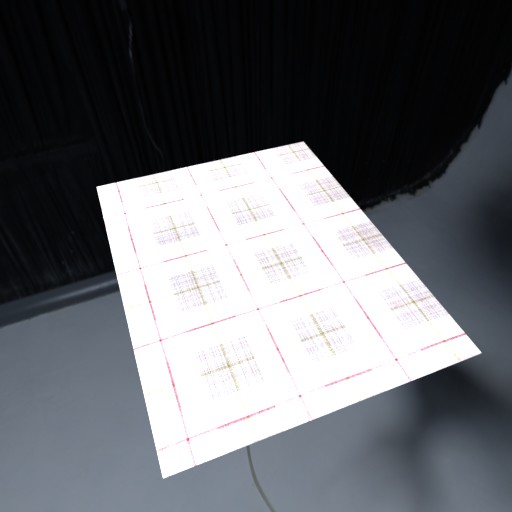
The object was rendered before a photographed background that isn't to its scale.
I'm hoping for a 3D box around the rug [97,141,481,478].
[{"bbox_3d":[0.000,0.000,3.840,2.317,0.016,2.959,-16,49,-14],"label":"rug"}]
